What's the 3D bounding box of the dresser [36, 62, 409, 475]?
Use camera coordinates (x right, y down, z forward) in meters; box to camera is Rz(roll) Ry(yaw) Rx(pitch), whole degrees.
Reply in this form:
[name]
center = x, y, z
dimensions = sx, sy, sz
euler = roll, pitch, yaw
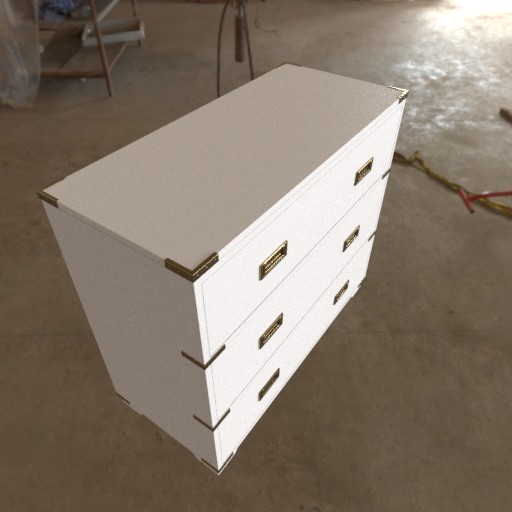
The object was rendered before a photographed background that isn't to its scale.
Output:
[dresser]
center = 0.000, 0.000, 1.483
dimensions = 0.460, 0.891, 1.022
euler = 25, 48, 26
